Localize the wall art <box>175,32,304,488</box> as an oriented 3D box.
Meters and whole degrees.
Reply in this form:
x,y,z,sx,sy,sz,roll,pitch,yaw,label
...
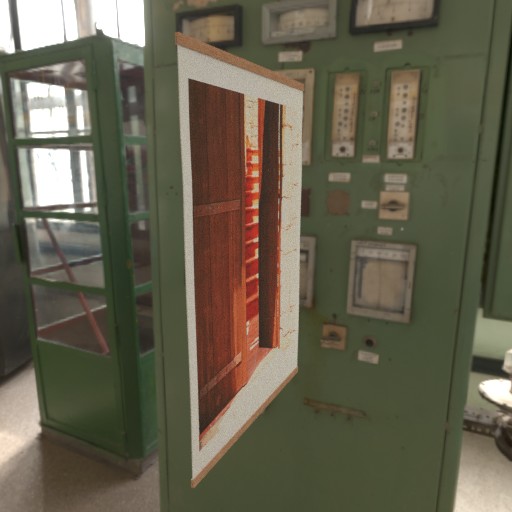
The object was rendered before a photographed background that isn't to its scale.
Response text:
x,y,z,sx,sy,sz,roll,pitch,yaw,label
0.000,0.000,1.889,0.019,1.527,1.019,6,14,26,wall art
